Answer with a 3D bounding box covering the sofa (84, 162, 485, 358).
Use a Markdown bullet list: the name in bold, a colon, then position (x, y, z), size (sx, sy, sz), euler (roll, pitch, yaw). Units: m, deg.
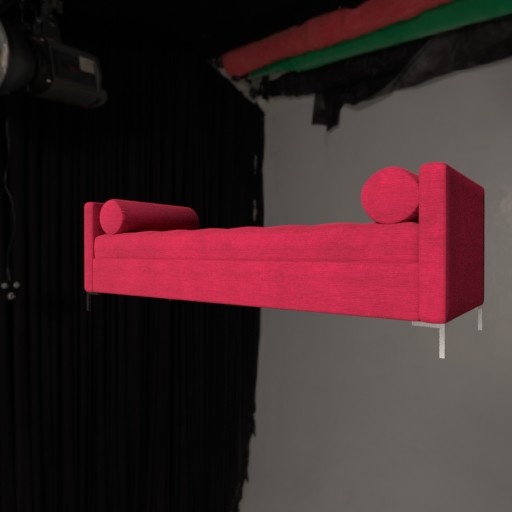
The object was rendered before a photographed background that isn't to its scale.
- **sofa**: position (0.000, 0.000, 2.247), size (1.981, 0.635, 0.686), euler (0, 1, 37)
